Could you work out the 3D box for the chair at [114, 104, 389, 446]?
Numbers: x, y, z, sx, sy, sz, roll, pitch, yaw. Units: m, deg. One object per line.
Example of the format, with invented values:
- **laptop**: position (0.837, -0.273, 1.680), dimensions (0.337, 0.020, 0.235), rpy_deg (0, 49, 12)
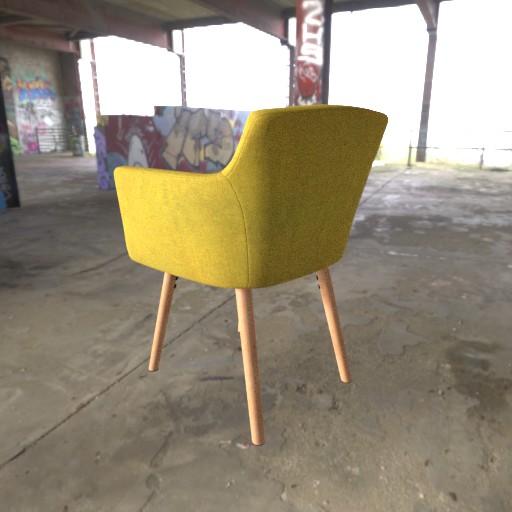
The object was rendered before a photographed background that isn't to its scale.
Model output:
- **chair**: position (0.000, 0.000, 1.225), dimensions (0.570, 0.780, 0.570), rpy_deg (-16, 23, -42)
